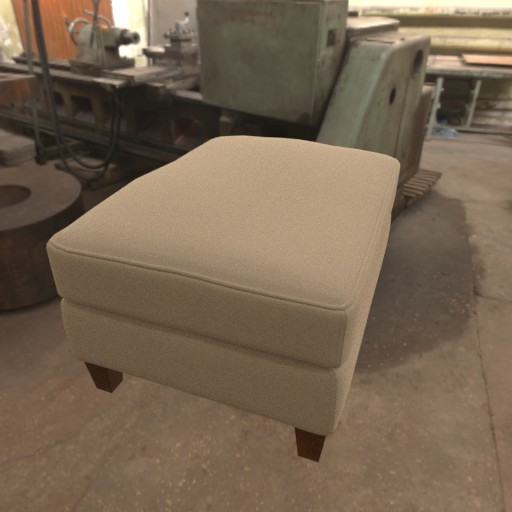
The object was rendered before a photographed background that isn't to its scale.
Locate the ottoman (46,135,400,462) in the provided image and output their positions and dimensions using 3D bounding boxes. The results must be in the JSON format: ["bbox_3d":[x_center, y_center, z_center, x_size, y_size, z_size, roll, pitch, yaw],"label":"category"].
[{"bbox_3d":[0.000,0.000,1.188,0.634,0.485,0.818,11,32,18],"label":"ottoman"}]
